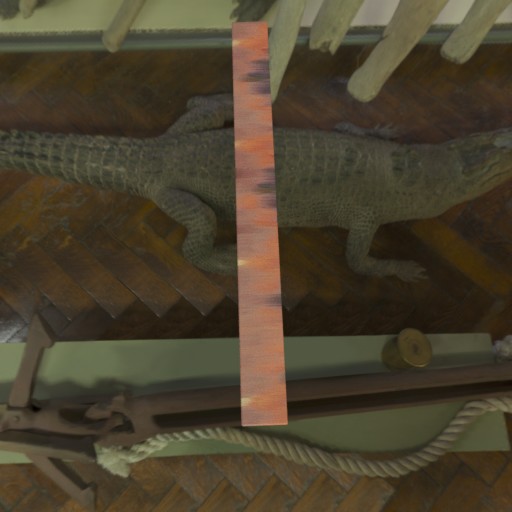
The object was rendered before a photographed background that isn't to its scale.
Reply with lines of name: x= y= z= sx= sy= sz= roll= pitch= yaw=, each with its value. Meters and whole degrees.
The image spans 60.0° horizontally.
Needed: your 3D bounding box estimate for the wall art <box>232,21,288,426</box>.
wall art: x=0.000 y=0.000 z=0.611 sx=0.038 sy=0.406 sz=0.403 roll=-2 pitch=74 yaw=-1
